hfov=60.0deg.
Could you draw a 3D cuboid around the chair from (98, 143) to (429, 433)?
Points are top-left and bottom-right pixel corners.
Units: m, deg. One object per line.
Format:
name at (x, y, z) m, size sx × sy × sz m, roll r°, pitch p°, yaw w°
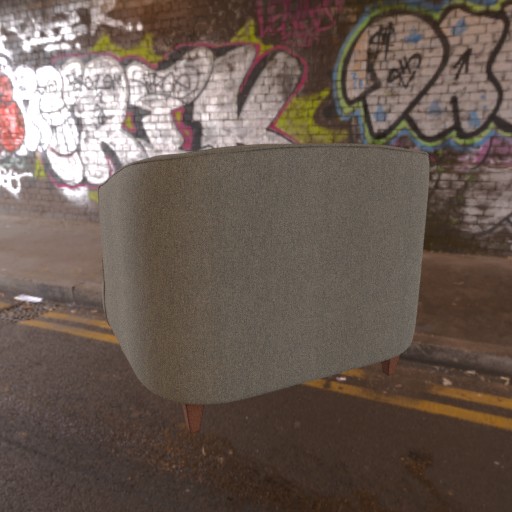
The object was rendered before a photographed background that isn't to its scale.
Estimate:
chair at (0.000, 0.000, 1.732) m, size 1.094 × 0.852 × 0.945 m, roll -7°, pitch 16°, yaw -26°
